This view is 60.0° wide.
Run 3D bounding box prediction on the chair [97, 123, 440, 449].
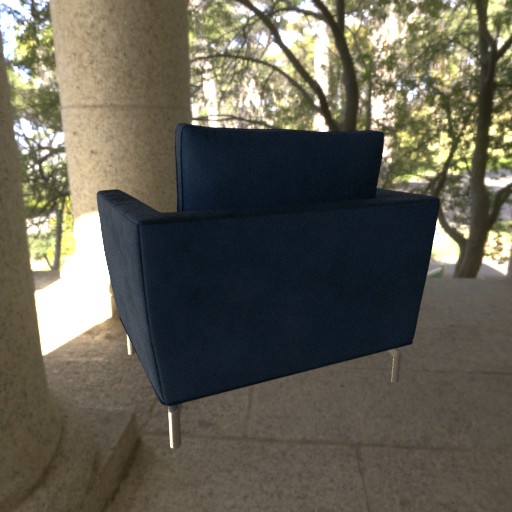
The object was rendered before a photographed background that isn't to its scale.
[{"bbox_3d":[0.000,0.000,1.592,0.977,0.893,0.746,-7,16,-25],"label":"chair"}]
